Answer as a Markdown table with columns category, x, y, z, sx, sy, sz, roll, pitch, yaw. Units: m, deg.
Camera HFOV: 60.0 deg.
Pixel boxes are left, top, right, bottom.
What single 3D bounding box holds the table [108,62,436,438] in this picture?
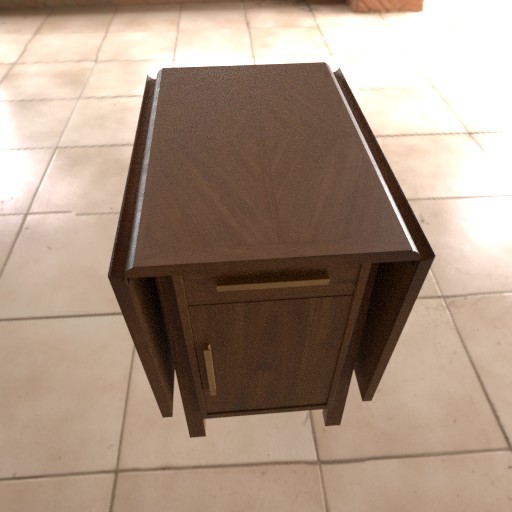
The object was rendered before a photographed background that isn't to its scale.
| category | x | y | z | sx | sy | sz | roll | pitch | yaw |
| --- | --- | --- | --- | --- | --- | --- | --- | --- | --- |
| table | 0.000 | 0.000 | 1.612 | 0.701 | 0.981 | 0.967 | -3 | 46 | -3 |
